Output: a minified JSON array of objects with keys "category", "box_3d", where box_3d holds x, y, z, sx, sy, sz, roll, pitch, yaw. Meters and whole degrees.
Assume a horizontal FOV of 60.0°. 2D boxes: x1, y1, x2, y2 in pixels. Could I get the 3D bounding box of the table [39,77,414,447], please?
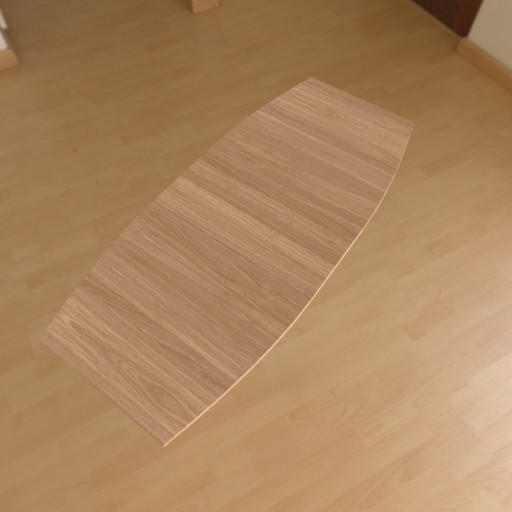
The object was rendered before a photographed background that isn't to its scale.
[{"category":"table","box_3d":[0.000,0.000,2.413,0.900,0.750,2.032,32,63,18]}]
